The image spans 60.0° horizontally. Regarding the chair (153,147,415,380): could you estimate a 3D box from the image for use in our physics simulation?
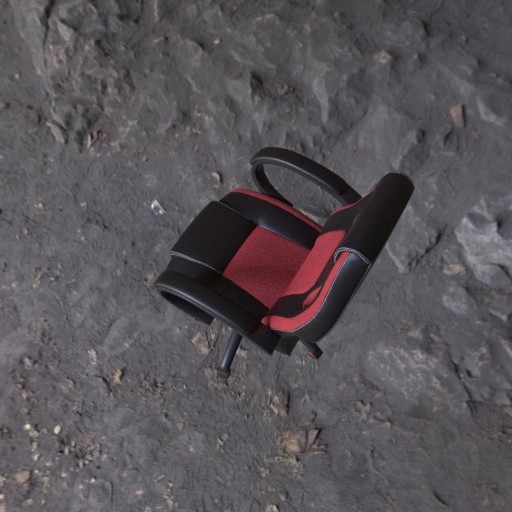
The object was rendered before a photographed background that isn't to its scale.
[{"bbox_3d":[0.000,0.000,1.664,0.783,1.189,0.750,29,67,14],"label":"chair"}]
